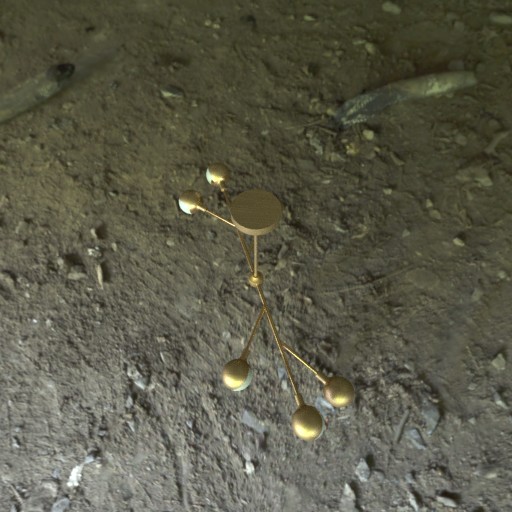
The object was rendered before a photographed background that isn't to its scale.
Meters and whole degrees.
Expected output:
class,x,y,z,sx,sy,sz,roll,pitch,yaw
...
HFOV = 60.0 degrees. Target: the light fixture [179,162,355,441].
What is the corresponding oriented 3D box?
class,x,y,z,sx,sy,sz,roll,pitch,yaw
light fixture,0.000,0.000,1.035,0.434,0.362,0.778,-2,59,-1
